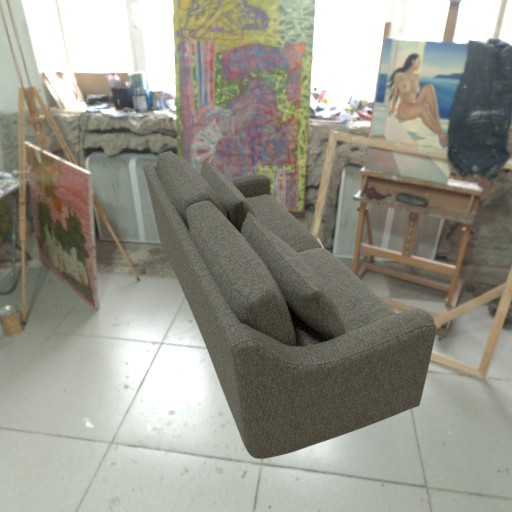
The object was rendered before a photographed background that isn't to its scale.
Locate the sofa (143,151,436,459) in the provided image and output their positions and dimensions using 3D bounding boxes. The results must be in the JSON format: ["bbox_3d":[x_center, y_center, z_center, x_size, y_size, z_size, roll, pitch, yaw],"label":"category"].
[{"bbox_3d":[0.000,0.000,3.039,1.103,0.998,2.418,-11,31,-18],"label":"sofa"}]
